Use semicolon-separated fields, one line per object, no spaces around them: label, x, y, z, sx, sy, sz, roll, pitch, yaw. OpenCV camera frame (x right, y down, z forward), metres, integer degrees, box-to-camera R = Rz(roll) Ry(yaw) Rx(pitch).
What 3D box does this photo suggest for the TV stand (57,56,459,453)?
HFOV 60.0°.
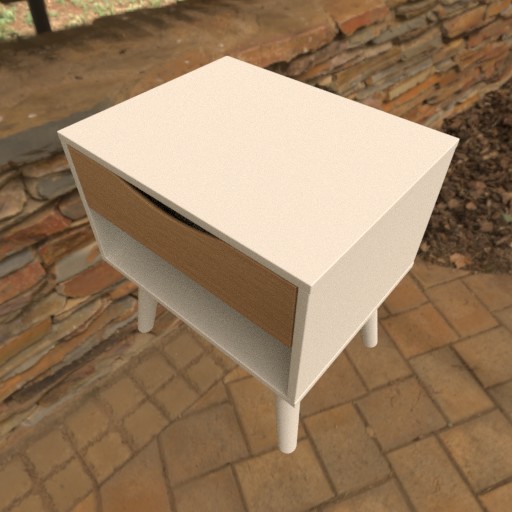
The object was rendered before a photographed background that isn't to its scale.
TV stand;0.000;0.000;0.914;0.508;0.559;0.405;32;53;27
